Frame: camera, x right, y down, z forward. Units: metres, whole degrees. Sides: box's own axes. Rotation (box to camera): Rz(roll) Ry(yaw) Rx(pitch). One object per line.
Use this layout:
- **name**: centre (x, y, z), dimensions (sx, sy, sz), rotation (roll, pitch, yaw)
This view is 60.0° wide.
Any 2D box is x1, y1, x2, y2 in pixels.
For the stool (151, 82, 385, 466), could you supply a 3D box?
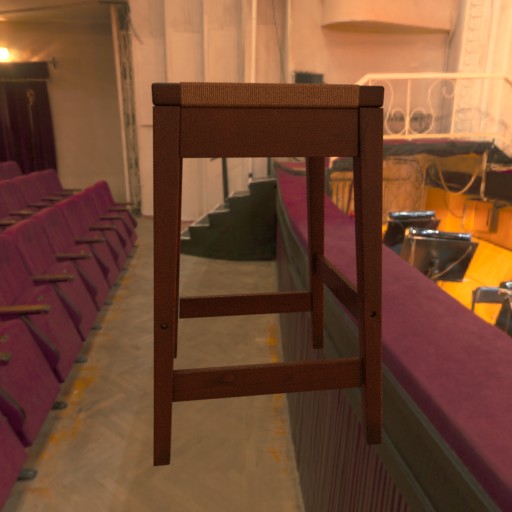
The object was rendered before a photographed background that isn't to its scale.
- **stool**: centre (0.000, 0.000, 1.101), dimensions (0.507, 0.762, 0.497), rotation (-2, 16, -8)
